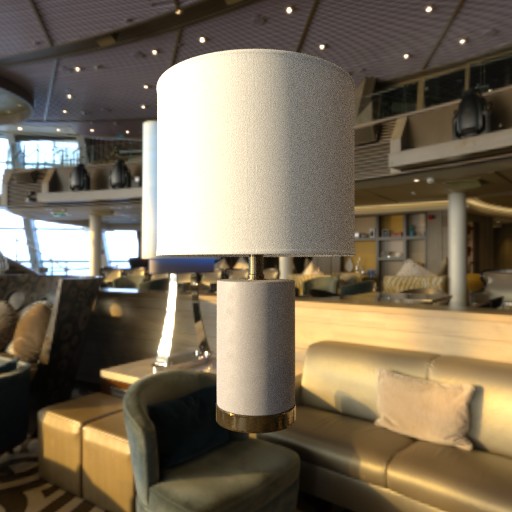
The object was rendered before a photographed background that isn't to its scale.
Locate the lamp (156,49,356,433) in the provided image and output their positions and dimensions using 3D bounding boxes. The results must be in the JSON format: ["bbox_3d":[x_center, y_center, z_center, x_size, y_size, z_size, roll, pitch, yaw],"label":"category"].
[{"bbox_3d":[0.000,0.000,0.521,0.229,0.380,0.229,0,-1,0],"label":"lamp"}]
